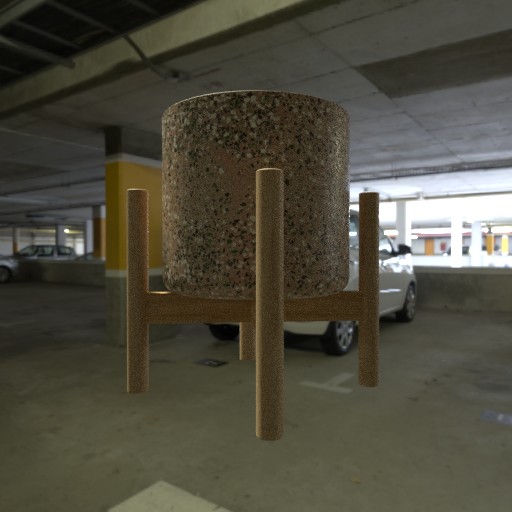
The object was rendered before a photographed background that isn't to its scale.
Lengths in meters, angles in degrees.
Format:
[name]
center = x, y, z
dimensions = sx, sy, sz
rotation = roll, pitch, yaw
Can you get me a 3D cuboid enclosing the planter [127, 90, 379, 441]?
[planter]
center = 0.000, 0.000, 0.537
dimensions = 0.284, 0.320, 0.284
rotation = 0, 1, 17
